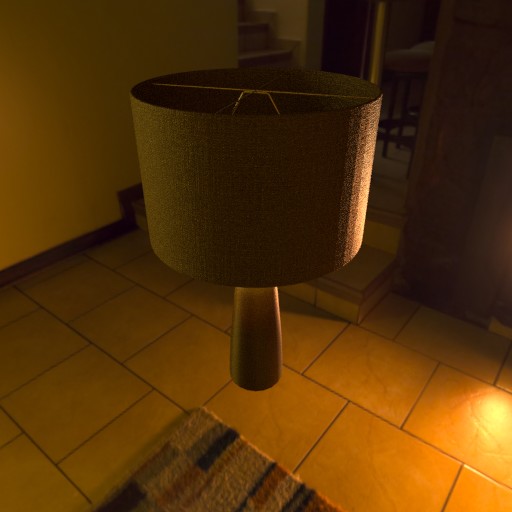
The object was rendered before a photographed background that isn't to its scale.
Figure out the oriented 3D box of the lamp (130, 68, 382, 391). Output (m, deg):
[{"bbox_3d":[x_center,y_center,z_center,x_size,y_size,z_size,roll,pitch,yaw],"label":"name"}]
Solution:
[{"bbox_3d":[0.000,0.000,0.671,0.303,0.488,0.303,0,31,0],"label":"lamp"}]
